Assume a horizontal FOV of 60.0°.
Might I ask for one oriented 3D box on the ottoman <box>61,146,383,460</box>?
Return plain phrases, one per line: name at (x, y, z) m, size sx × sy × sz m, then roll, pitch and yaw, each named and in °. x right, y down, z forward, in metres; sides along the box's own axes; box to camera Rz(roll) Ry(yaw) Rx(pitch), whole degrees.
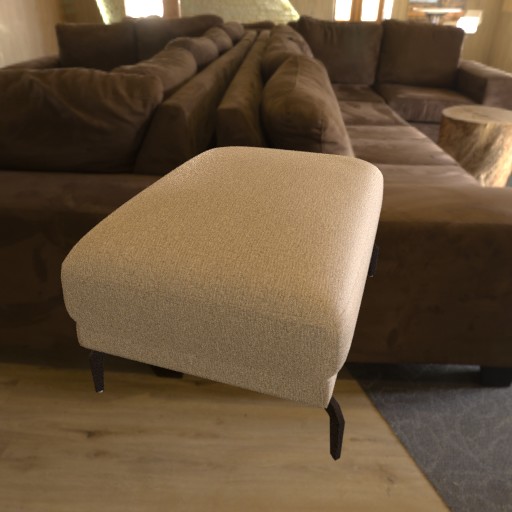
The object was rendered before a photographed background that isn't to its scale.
ottoman at (0.000, 0.000, 1.104) m, size 0.568 × 0.420 × 0.772 m, roll 9°, pitch 31°, yaw 16°
